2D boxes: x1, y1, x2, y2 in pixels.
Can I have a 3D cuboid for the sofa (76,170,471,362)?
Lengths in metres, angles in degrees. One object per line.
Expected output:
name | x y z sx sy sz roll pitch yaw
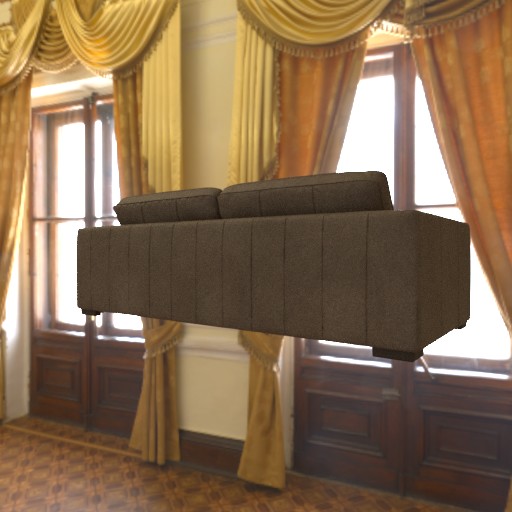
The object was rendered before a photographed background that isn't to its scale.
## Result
sofa | 0.000 0.000 2.737 2.262 0.801 1.070 0 1 36
